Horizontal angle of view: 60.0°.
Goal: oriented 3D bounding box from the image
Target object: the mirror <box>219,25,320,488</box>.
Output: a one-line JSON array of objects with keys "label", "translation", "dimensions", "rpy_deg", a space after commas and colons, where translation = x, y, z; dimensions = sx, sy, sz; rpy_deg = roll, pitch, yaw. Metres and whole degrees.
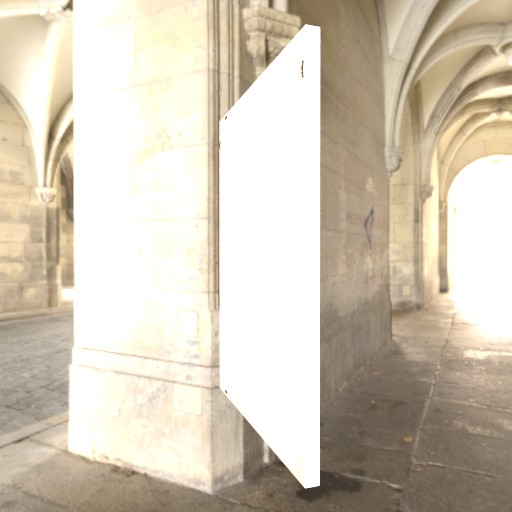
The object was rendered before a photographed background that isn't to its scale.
[{"label": "mirror", "translation": [0.000, 0.000, 1.337], "dimensions": [0.040, 1.016, 0.762], "rpy_deg": [0, 1, -19]}]
